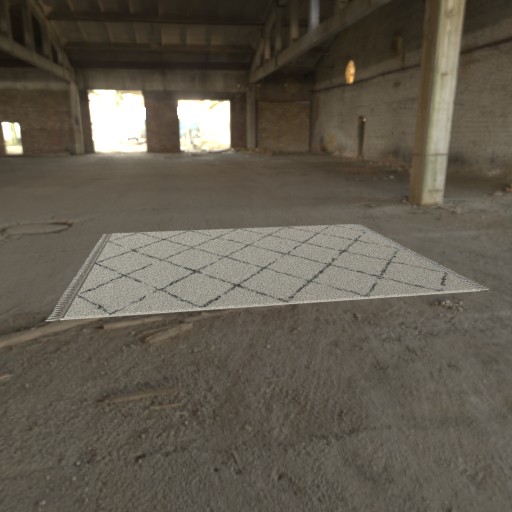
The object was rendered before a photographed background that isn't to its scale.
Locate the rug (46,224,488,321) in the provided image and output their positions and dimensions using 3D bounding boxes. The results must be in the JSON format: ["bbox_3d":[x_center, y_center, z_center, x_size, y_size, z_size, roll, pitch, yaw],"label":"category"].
[{"bbox_3d":[0.000,0.000,4.098,3.051,0.013,2.380,-3,16,-10],"label":"rug"}]
